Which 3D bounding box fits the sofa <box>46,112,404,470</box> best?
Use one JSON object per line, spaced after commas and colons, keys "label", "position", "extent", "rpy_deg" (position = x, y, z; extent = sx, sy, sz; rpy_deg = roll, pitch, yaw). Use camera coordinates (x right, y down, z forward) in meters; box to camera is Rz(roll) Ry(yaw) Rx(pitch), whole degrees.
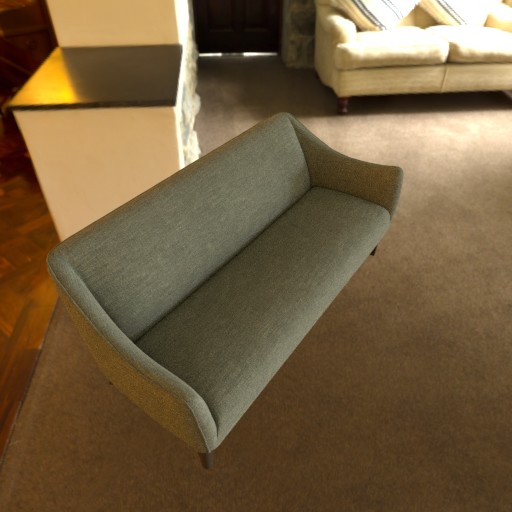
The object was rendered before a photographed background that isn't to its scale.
{"label": "sofa", "position": [0.000, 0.000, 2.348], "extent": [0.867, 0.829, 1.928], "rpy_deg": [24, 46, 26]}
